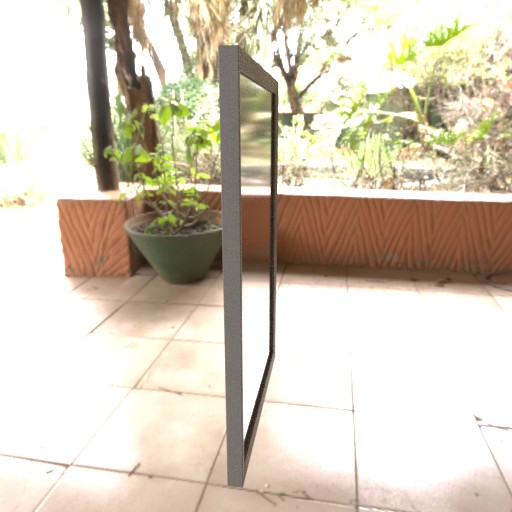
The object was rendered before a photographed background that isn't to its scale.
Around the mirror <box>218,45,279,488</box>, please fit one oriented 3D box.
[{"bbox_3d":[0.000,0.000,1.167,0.040,0.915,0.609,3,16,9],"label":"mirror"}]
